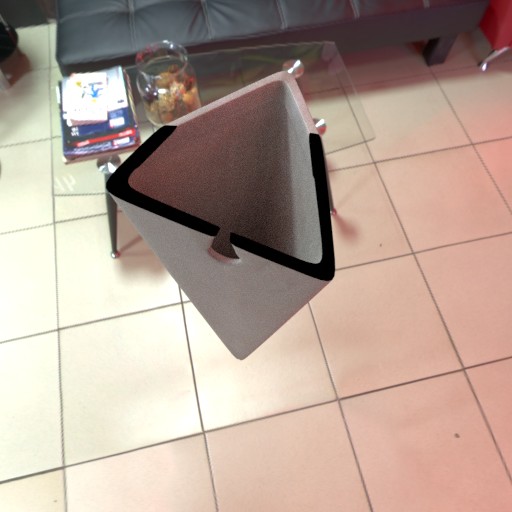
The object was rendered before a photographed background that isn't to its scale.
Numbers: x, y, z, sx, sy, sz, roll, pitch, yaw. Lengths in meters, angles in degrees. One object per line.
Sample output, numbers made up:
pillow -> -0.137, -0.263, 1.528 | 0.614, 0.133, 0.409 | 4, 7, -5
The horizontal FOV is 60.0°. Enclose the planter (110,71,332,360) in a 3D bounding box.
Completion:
planter -> 0.000, 0.000, 0.156 | 0.058, 0.130, 0.047 | 18, 65, 9
